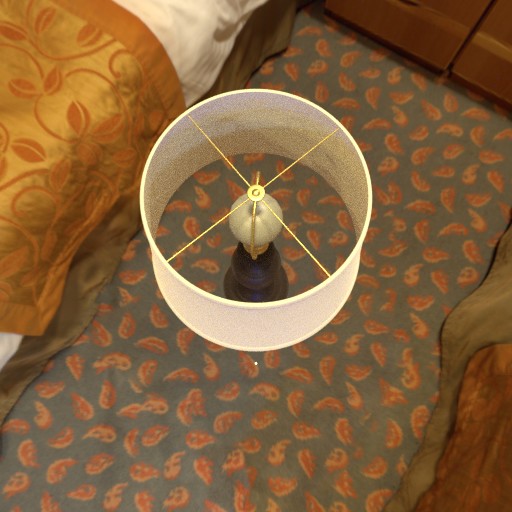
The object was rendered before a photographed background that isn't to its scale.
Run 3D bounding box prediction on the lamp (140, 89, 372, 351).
[{"bbox_3d":[0.000,0.000,0.786,0.335,0.611,0.335,0,76,0],"label":"lamp"}]
